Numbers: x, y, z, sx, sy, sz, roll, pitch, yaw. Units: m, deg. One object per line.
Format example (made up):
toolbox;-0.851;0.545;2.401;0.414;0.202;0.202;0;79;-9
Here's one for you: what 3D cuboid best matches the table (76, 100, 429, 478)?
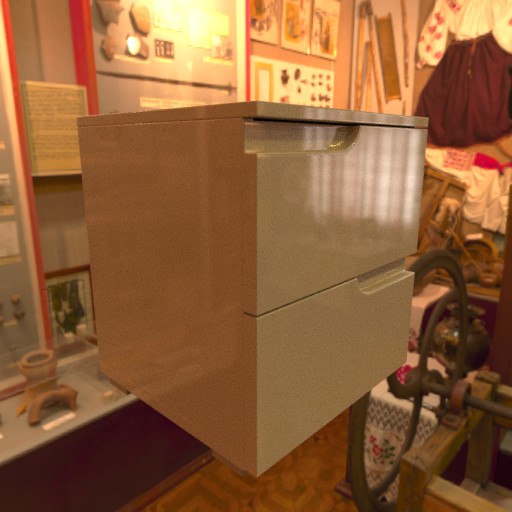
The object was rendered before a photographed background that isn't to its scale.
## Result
table;0.000;0.000;0.785;0.400;0.470;0.420;13;19;42
